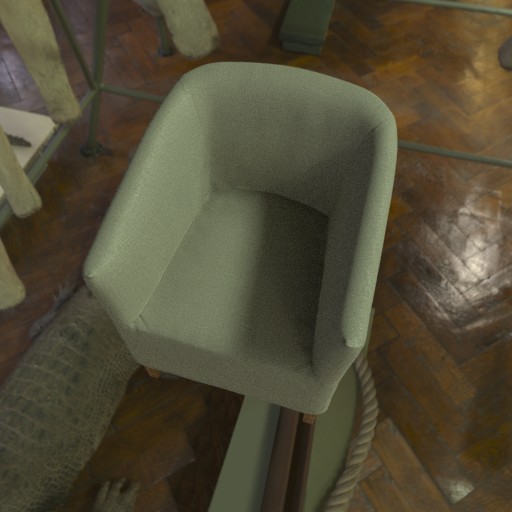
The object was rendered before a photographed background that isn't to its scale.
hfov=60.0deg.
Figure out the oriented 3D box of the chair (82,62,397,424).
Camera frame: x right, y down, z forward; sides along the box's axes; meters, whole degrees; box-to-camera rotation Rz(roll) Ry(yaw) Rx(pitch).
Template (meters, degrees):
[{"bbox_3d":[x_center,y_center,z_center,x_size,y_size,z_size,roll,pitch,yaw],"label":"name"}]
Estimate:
[{"bbox_3d":[0.000,0.000,1.260,0.600,0.771,0.668,14,59,8],"label":"chair"}]
